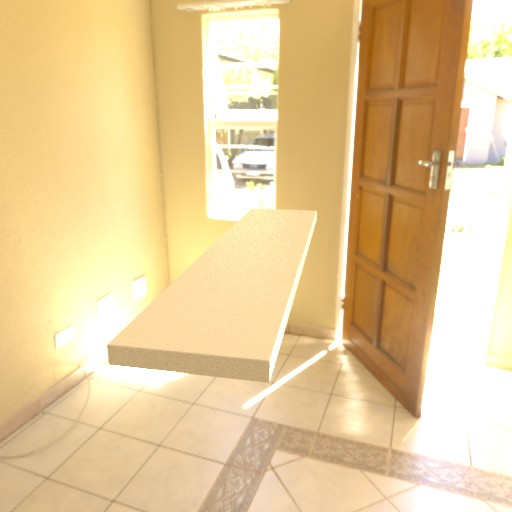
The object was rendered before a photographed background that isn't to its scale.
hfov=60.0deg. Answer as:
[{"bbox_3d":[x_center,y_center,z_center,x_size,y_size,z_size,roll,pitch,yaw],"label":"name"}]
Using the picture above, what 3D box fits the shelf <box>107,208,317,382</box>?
[{"bbox_3d":[0.000,0.000,0.651,0.140,0.020,0.610,3,17,10],"label":"shelf"}]
